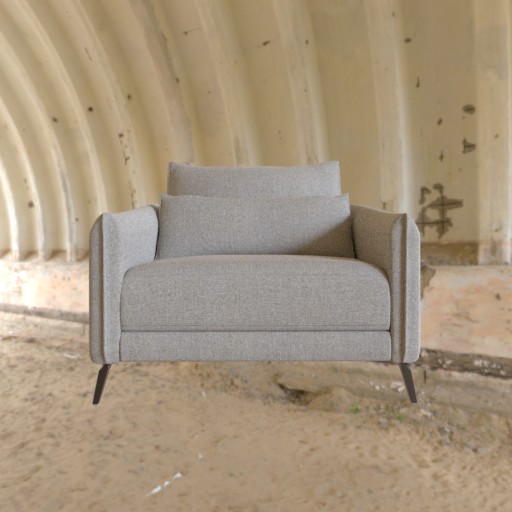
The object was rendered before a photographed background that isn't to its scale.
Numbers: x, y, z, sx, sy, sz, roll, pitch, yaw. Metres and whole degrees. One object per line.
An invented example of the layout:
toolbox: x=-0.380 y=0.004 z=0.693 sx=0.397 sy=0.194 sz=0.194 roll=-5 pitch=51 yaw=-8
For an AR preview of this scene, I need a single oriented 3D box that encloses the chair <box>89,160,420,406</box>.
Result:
chair: x=0.000 y=0.000 z=1.636 sx=1.029 sy=0.856 sz=0.801 roll=0 pitch=0 yaw=-1
